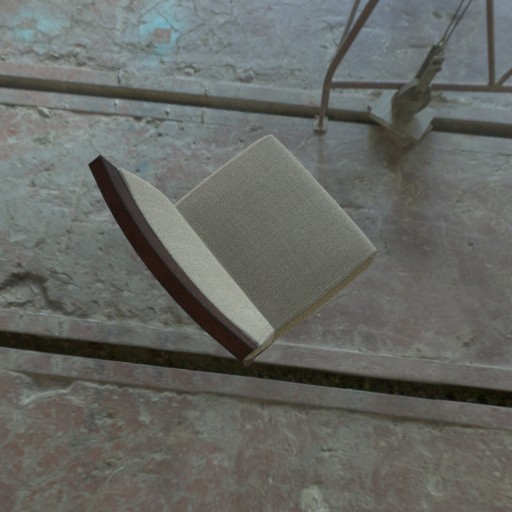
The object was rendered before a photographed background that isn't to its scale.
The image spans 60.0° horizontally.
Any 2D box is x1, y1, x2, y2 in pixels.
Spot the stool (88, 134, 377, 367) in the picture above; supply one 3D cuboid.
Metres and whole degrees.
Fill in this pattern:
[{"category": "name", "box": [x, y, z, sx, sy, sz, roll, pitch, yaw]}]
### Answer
[{"category": "stool", "box": [0.000, 0.000, 1.280, 0.480, 1.011, 0.463, -38, 78, -9]}]
